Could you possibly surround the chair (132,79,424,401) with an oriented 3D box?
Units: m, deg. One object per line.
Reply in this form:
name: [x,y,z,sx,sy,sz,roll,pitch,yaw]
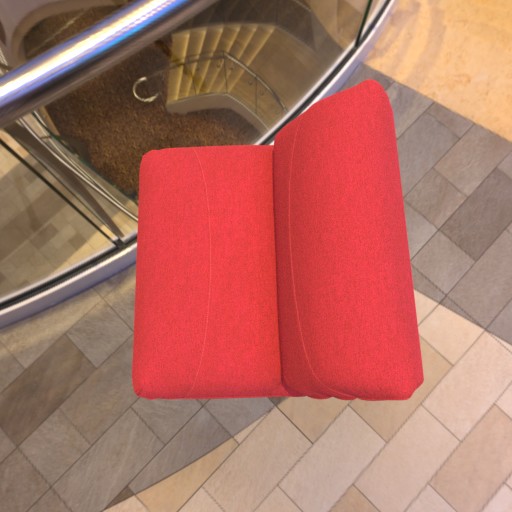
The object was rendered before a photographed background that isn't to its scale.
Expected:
chair: [0.000,0.000,1.317,0.780,0.580,0.820,-2,76,0]
